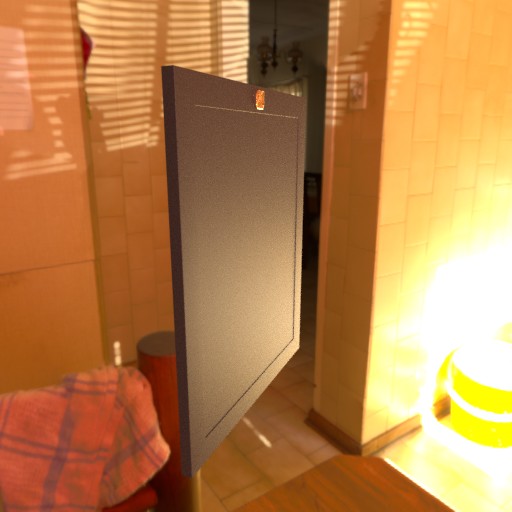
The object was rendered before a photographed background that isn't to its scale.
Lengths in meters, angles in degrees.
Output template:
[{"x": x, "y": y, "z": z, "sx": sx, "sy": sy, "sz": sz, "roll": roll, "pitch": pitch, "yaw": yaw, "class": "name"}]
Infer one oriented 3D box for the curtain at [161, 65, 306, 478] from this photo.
[{"x": 0.000, "y": 0.000, "z": 0.814, "sx": 0.027, "sy": 0.585, "sz": 0.483, "roll": 7, "pitch": 16, "yaw": 24, "class": "curtain"}]
